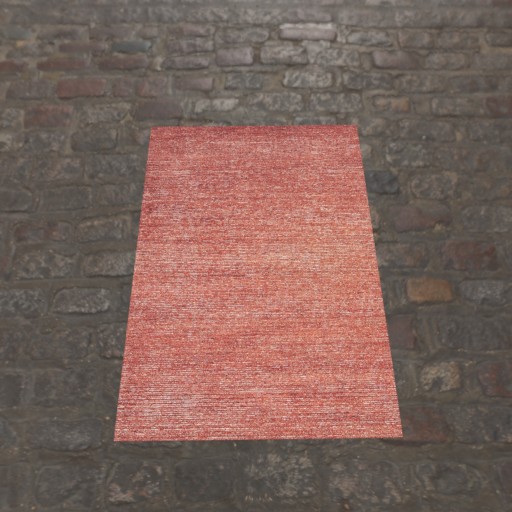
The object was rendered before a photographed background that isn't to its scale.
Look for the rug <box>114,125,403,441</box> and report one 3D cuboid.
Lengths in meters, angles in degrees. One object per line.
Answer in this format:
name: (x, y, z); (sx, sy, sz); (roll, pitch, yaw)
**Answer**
rug: (0.000, 0.000, 5.166); (2.803, 0.025, 3.965); (-1, 64, 0)
